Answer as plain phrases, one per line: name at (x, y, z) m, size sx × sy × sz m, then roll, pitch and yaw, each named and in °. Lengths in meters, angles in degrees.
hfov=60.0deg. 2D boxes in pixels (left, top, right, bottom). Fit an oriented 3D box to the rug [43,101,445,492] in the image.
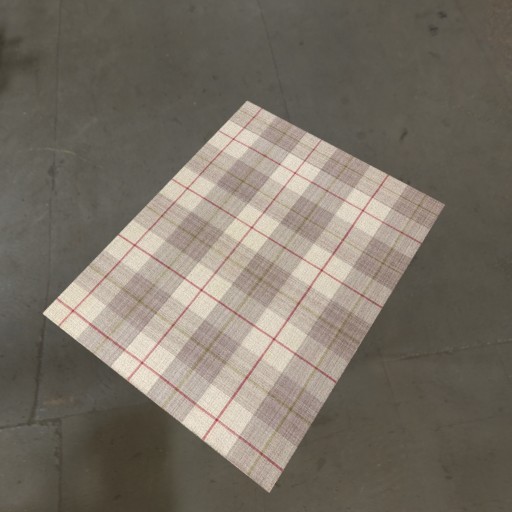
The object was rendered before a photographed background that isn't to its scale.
rug at (0.000, 0.000, 3.983) m, size 2.317 × 0.016 × 2.959 m, roll 32°, pitch 68°, yaw 15°
